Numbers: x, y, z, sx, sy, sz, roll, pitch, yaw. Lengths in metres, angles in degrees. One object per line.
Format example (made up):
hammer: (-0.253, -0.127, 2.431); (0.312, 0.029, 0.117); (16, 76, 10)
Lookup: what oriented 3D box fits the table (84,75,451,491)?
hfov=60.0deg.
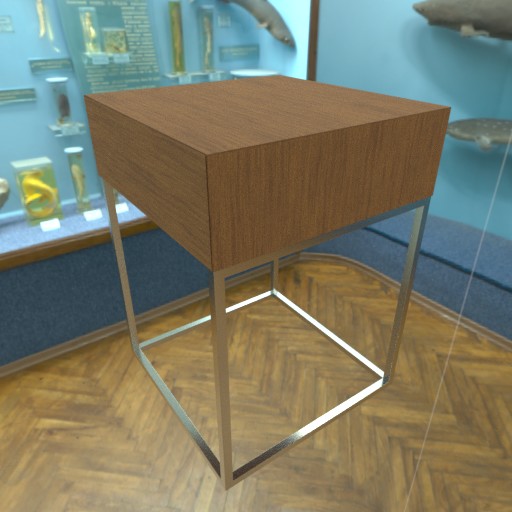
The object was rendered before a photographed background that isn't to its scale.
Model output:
table: (0.000, 0.000, 0.803); (0.398, 0.540, 0.397); (-19, 35, -30)
